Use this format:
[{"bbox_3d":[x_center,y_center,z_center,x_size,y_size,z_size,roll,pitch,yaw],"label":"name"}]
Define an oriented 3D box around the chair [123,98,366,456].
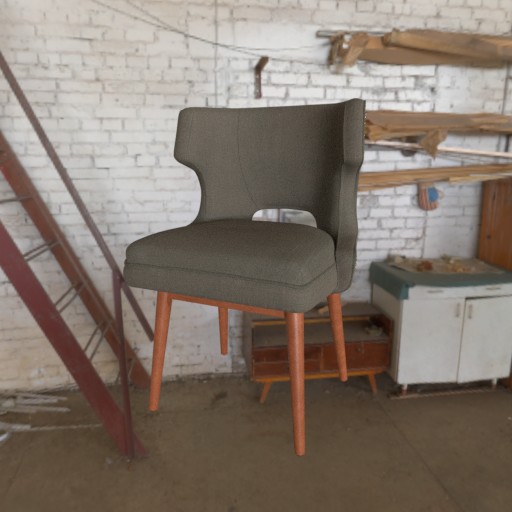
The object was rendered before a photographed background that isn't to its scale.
[{"bbox_3d":[0.000,0.000,1.264,0.595,0.863,0.581,6,14,25],"label":"chair"}]
